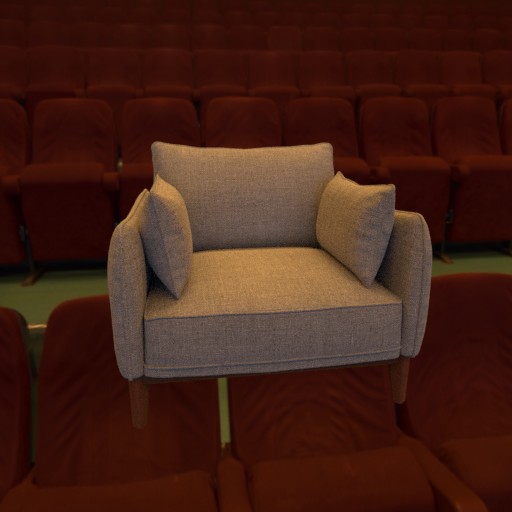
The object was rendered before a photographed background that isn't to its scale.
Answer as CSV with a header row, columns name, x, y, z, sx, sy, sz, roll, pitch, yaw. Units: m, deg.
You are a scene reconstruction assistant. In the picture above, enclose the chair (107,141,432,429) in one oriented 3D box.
name,x,y,z,sx,sy,sz,roll,pitch,yaw
chair,0.000,0.000,1.719,0.993,0.839,0.976,-2,16,-8
